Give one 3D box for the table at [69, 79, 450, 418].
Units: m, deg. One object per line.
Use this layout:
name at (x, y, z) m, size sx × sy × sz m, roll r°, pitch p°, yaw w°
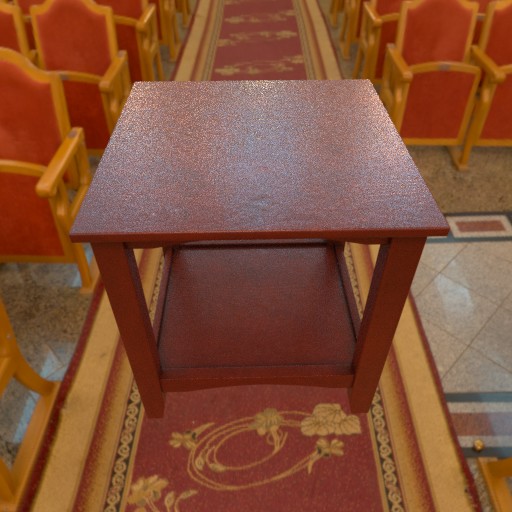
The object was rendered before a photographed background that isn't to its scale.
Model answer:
table at (0.000, 0.000, 0.953) m, size 0.523 × 0.558 × 0.522 m, roll 1°, pitch 43°, yaw 1°
